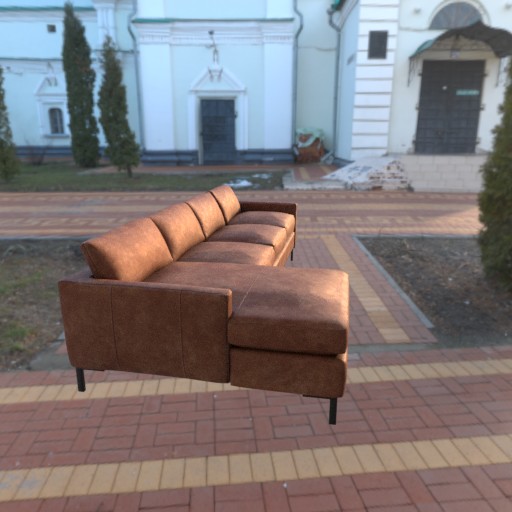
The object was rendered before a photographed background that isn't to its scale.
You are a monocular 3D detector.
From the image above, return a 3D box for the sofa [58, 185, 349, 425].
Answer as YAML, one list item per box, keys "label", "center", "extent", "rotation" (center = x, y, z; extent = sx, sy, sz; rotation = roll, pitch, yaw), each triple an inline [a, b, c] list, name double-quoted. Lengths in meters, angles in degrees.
- label: "sofa"
  center: [0.000, 0.000, 3.567]
  extent: [1.471, 0.859, 2.993]
  rotation: [3, 16, 11]
